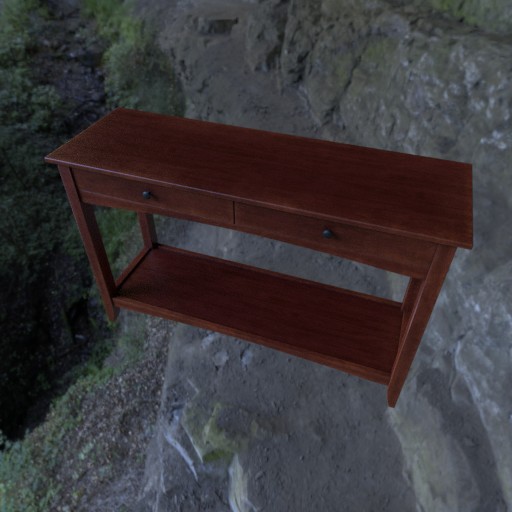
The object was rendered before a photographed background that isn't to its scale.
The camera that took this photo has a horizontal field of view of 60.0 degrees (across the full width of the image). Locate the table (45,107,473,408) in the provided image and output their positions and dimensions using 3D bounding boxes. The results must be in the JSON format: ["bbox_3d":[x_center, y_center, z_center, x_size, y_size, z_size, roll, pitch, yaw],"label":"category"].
[{"bbox_3d":[0.000,0.000,1.534,1.188,0.739,0.392,13,43,15],"label":"table"}]
